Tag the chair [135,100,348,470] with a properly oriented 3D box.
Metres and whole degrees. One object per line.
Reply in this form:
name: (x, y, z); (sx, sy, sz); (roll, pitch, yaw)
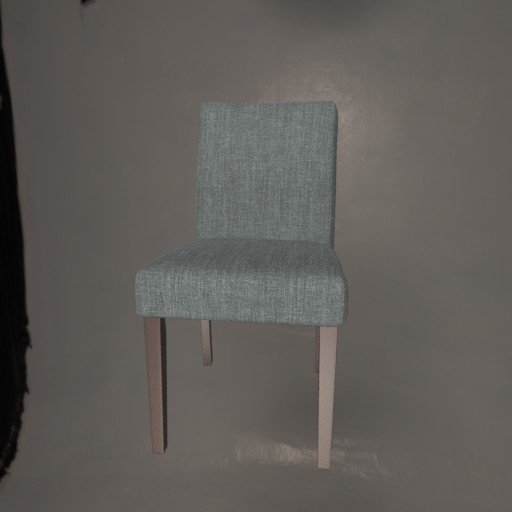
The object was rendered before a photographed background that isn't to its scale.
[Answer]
chair: (0.000, 0.000, 1.260); (0.487, 0.884, 0.629); (2, 14, 8)
